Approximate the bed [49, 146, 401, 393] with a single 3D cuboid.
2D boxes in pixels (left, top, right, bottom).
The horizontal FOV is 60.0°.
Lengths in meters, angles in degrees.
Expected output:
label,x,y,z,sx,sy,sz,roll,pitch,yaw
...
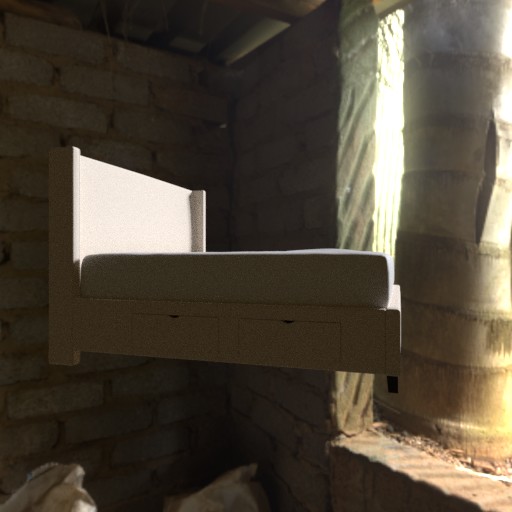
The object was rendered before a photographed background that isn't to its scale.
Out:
label,x,y,z,sx,sy,sz,roll,pitch,yaw
bed,0.000,0.000,3.677,2.293,1.471,2.145,0,0,18
